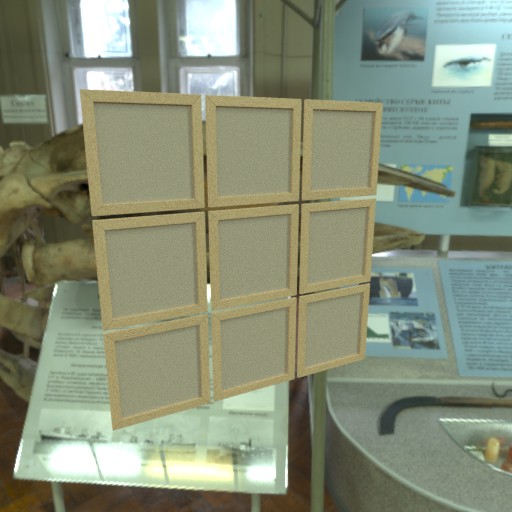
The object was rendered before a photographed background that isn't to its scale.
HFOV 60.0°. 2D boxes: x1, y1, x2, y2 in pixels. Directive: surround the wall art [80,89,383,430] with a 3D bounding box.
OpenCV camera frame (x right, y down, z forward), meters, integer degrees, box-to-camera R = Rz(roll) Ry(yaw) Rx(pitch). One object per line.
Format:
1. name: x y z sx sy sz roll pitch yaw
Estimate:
1. wall art: 0.000 0.000 2.228 1.519 1.507 0.014 -8 17 -26
